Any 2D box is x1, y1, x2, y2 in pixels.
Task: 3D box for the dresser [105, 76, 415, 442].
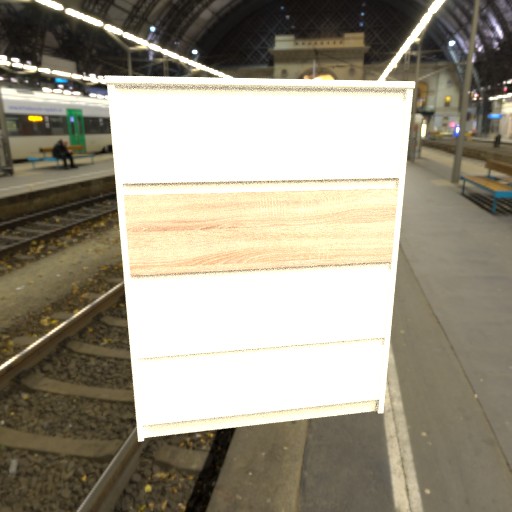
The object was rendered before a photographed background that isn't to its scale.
[{"bbox_3d":[0.000,0.000,1.445,0.800,1.040,0.380,-3,16,-10],"label":"dresser"}]
